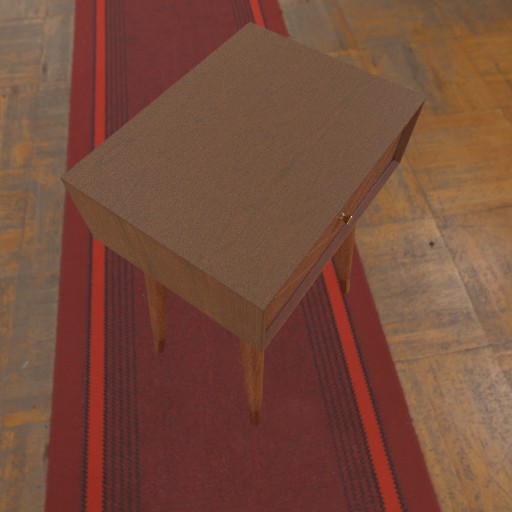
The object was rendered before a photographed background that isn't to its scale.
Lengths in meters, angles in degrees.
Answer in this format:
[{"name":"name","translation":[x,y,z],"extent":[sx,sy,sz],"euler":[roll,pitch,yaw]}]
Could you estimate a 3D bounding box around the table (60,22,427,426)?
[{"name":"table","translation":[0.000,0.000,0.816],"extent":[0.300,0.599,0.406],"euler":[31,64,17]}]
